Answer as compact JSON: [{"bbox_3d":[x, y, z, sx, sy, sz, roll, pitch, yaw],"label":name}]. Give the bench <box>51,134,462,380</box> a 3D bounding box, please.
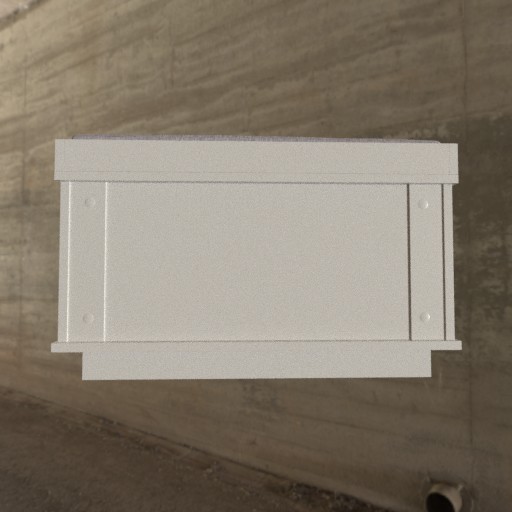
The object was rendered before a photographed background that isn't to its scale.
[{"bbox_3d":[0.000,0.000,0.979,0.734,0.461,0.362,0,-2,-2],"label":"bench"}]
